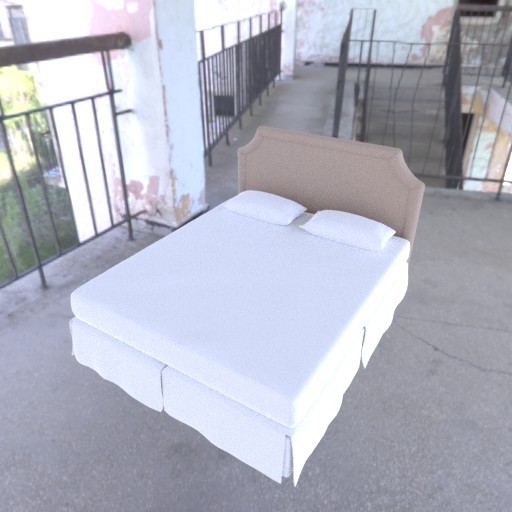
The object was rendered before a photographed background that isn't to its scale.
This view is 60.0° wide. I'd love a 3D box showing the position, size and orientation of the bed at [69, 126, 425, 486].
[{"bbox_3d":[0.000,0.000,4.119,2.350,1.590,2.773,18,35,28],"label":"bed"}]
